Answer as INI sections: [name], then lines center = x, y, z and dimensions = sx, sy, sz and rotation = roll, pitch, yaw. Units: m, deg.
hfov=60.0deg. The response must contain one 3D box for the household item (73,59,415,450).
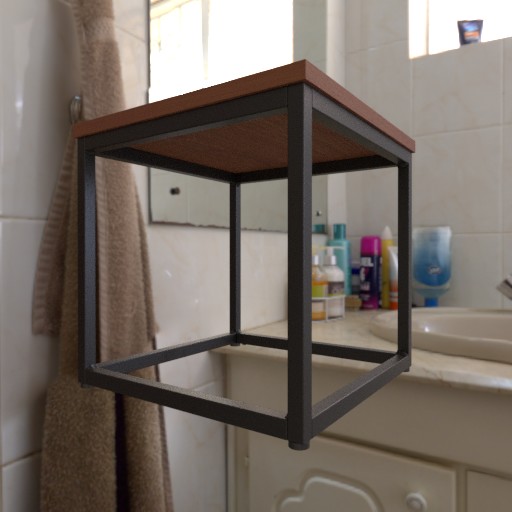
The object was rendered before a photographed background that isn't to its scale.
[household item]
center = 0.000, 0.000, 0.725
dimensions = 0.400, 0.400, 0.400
rotation = 0, 0, 35
